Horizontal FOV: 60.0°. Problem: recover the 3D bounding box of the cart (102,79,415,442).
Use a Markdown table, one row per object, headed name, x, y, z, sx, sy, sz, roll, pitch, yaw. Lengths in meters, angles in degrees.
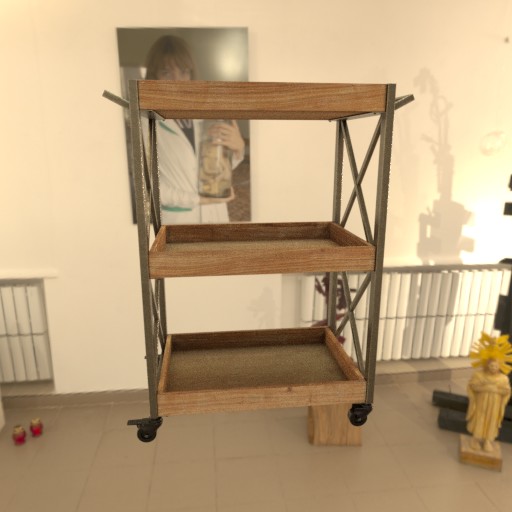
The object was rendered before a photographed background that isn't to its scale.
| name | x | y | z | sx | sy | sz | roll | pitch | yaw |
| --- | --- | --- | --- | --- | --- | --- | --- | --- | --- |
| cart | 0.000 | 0.000 | 1.193 | 0.673 | 0.835 | 0.377 | -2 | 14 | -7 |
